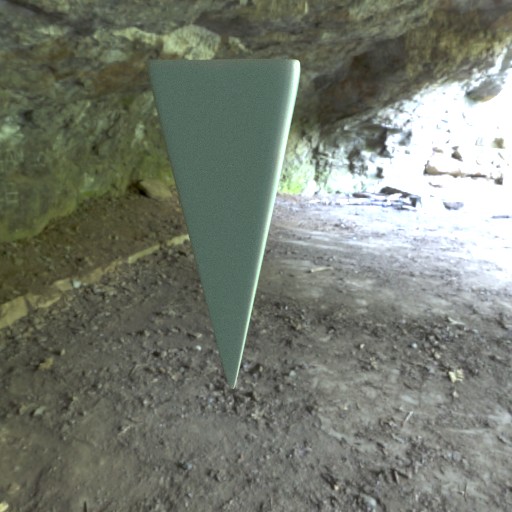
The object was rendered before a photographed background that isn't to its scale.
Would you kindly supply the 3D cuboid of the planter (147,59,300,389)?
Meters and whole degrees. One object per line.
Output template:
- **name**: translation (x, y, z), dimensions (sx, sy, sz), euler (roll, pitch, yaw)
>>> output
- **planter**: translation (0.000, 0.000, 0.215), dimensions (0.080, 0.178, 0.064), euler (-8, 17, -26)
